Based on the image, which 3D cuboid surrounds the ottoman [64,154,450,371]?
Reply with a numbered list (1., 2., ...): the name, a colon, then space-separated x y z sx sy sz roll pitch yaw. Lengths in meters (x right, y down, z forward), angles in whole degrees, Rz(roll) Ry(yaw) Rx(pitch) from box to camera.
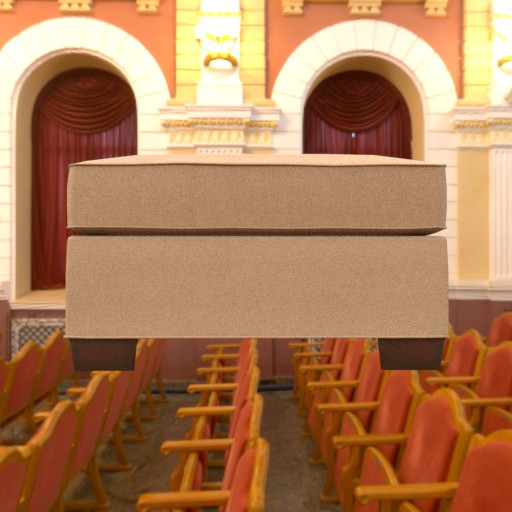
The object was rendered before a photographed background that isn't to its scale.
1. ottoman: 0.000 0.000 1.256 0.846 0.503 0.617 0 0 -1
